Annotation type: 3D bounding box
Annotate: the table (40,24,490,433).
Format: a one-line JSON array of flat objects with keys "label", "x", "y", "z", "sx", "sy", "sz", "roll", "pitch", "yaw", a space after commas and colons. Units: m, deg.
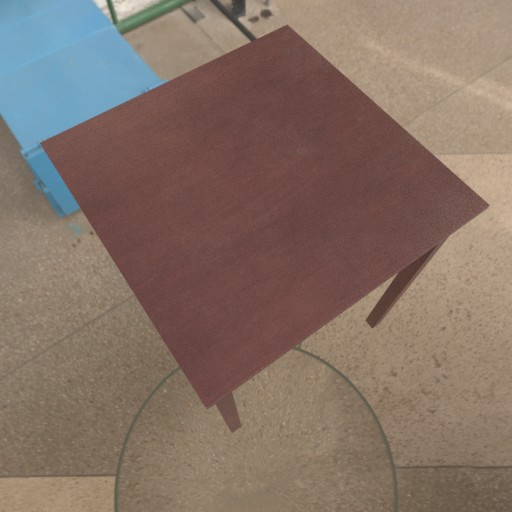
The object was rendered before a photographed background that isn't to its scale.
[{"label": "table", "x": 0.000, "y": 0.000, "z": 1.625, "sx": 0.861, "sy": 0.991, "sz": 0.861, "roll": -32, "pitch": 68, "yaw": -15}]
